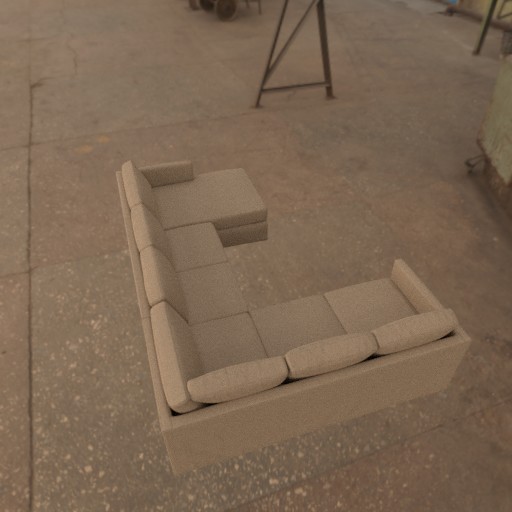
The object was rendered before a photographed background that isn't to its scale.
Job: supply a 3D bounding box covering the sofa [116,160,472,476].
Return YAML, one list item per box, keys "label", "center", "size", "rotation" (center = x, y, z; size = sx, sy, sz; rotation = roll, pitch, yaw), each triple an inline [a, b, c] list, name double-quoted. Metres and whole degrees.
- label: "sofa"
  center: [0.000, 0.000, 4.542]
  size: [2.427, 0.882, 3.460]
  rotation: [-12, 43, -14]
